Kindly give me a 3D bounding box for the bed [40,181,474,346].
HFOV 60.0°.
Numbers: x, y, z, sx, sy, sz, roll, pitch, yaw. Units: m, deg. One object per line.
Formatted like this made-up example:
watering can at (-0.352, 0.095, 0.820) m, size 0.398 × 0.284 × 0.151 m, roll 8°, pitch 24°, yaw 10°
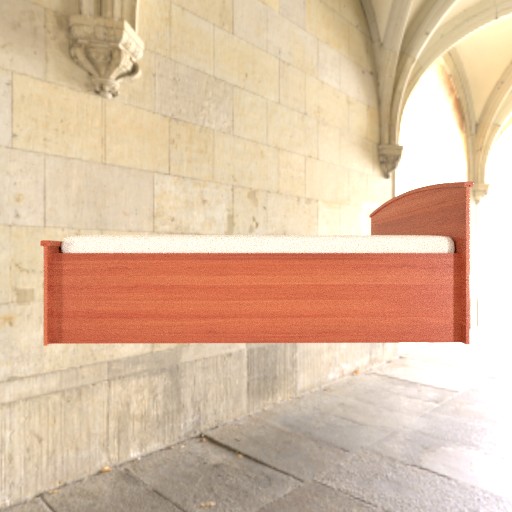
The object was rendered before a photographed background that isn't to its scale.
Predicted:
bed at (0.000, 0.000, 2.942) m, size 2.053 × 0.848 × 1.683 m, roll 0°, pitch 0°, yaw -1°
